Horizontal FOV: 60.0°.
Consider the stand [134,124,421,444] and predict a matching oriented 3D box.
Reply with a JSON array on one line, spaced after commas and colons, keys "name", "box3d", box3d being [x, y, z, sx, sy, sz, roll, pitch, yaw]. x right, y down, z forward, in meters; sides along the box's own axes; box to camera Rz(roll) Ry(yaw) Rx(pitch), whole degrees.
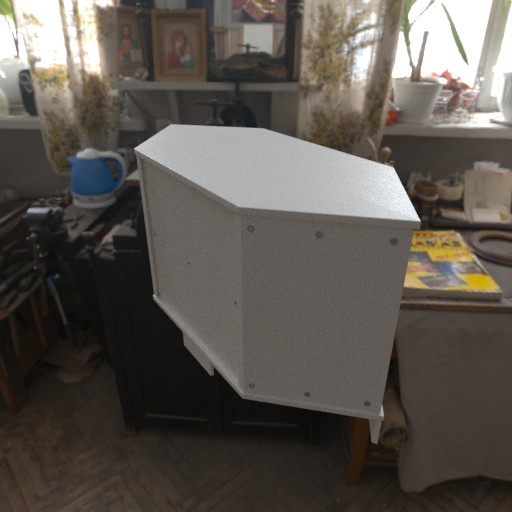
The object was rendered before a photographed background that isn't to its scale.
[{"name": "stand", "box3d": [0.000, 0.000, 1.361, 0.477, 0.614, 1.072, -18, 33, -31]}]
